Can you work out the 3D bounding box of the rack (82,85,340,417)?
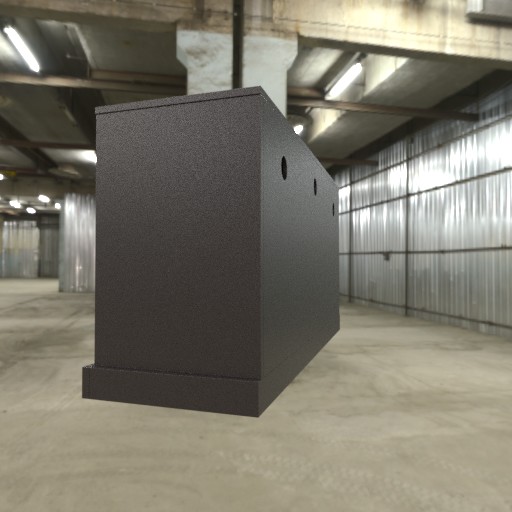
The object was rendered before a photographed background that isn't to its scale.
[{"bbox_3d":[0.000,0.000,1.474,0.399,0.635,1.206,0,-1,18],"label":"rack"}]
